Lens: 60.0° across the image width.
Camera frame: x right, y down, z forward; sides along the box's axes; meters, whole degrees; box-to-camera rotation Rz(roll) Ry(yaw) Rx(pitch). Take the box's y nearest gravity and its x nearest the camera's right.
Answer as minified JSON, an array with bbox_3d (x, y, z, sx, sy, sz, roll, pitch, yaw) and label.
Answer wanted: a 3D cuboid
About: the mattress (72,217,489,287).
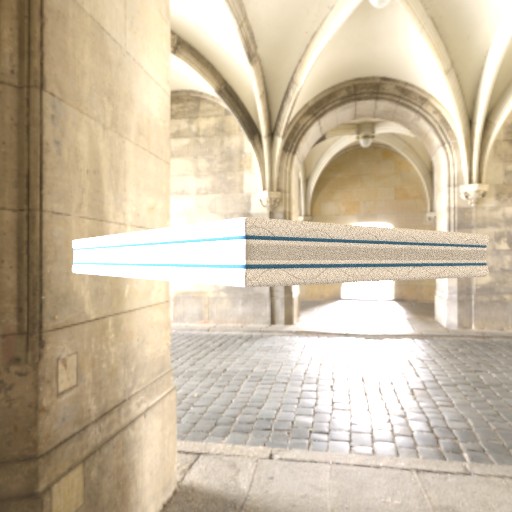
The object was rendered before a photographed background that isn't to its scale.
[{"bbox_3d":[0.000,0.000,2.672,1.600,0.230,2.000,0,-1,-37],"label":"mattress"}]
